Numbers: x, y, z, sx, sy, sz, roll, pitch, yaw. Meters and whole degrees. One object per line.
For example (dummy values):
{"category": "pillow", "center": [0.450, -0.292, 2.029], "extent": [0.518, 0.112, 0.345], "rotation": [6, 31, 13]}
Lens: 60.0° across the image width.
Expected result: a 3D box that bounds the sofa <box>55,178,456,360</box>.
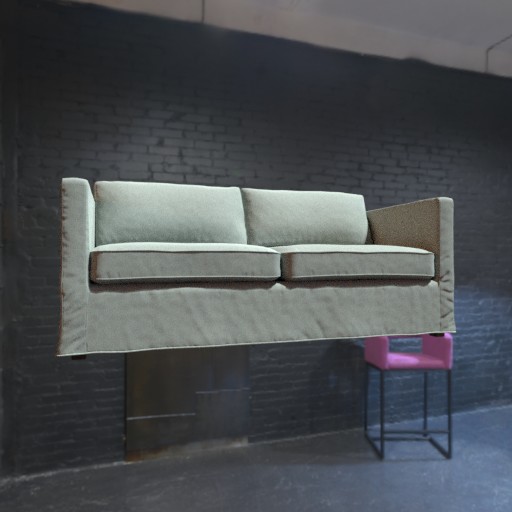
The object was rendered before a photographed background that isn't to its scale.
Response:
{"category": "sofa", "center": [0.000, 0.000, 2.511], "extent": [1.987, 0.870, 0.940], "rotation": [0, -1, -18]}
